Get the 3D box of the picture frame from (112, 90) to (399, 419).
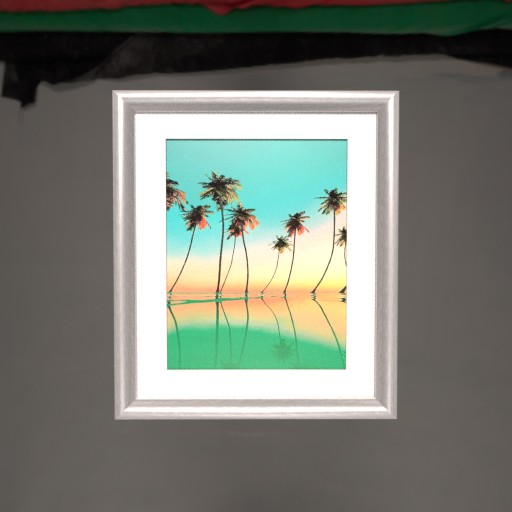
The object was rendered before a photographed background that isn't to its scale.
[{"bbox_3d":[0.000,0.000,0.520,0.327,0.378,0.027,0,2,0],"label":"picture frame"}]
